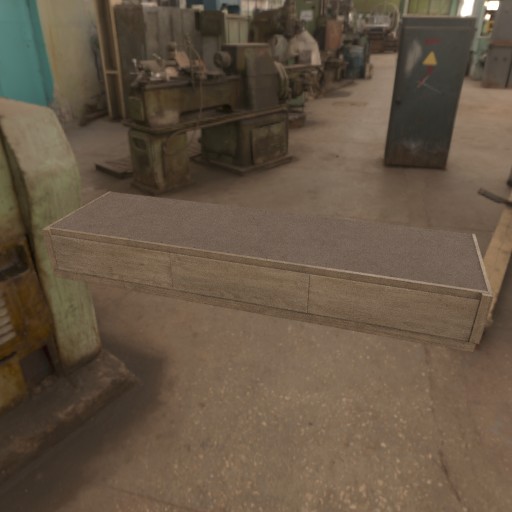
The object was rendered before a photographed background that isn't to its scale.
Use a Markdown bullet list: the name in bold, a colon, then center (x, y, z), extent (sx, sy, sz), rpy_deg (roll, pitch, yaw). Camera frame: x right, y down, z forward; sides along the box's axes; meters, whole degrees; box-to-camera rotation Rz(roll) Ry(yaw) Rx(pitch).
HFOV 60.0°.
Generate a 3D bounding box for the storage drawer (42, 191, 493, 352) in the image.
- **storage drawer**: center (0.000, 0.000, 2.267), extent (2.072, 0.274, 0.591), rpy_deg (8, 29, 15)
